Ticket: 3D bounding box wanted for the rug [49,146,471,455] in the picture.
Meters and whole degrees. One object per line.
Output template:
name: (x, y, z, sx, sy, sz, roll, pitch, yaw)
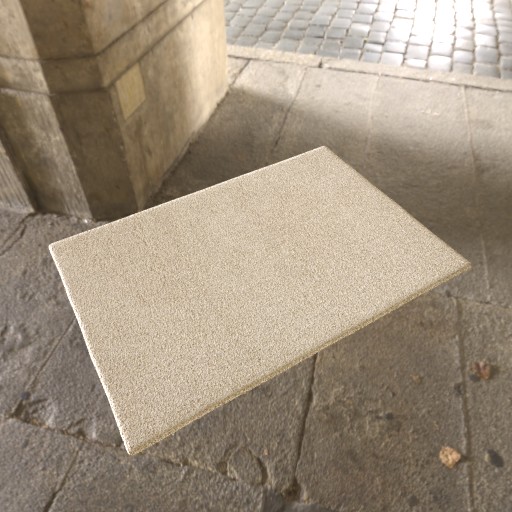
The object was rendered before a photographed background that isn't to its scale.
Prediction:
rug: (0.000, 0.000, 2.249, 1.778, 0.030, 1.219, -24, 52, -20)
